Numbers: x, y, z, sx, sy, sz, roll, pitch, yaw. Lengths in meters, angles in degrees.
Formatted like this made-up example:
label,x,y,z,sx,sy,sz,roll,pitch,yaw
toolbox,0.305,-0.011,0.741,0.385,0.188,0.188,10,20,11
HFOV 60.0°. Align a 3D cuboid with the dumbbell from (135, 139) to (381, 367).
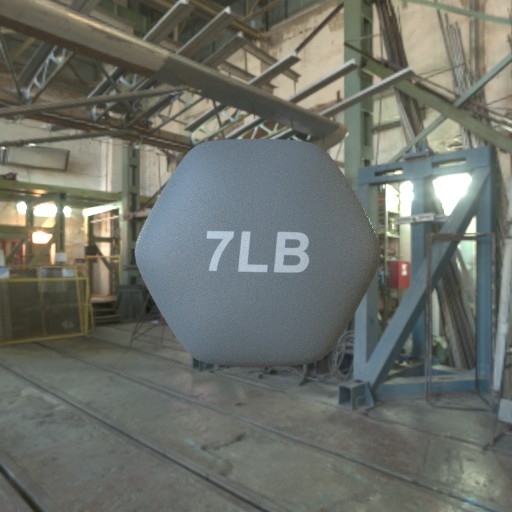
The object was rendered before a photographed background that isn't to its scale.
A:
label,x,y,z,sx,sy,sz,roll,pitch,yaw
dumbbell,0.000,0.000,0.236,0.090,0.081,0.184,0,-1,0
